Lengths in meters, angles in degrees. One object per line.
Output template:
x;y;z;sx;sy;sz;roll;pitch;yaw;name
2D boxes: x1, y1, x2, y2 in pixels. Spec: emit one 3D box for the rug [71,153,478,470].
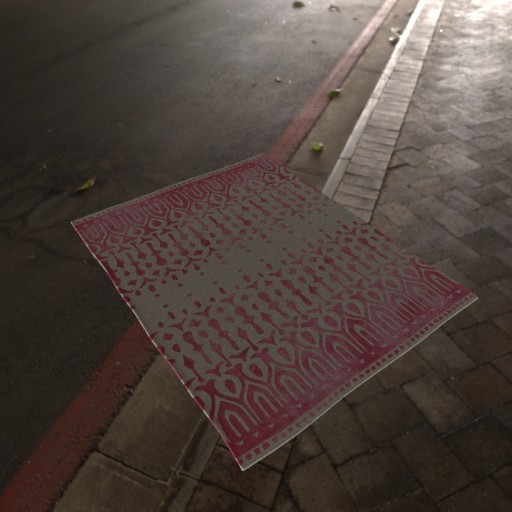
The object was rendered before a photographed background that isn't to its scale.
0.000;0.000;4.122;2.441;0.016;3.095;-26;48;-26;rug
